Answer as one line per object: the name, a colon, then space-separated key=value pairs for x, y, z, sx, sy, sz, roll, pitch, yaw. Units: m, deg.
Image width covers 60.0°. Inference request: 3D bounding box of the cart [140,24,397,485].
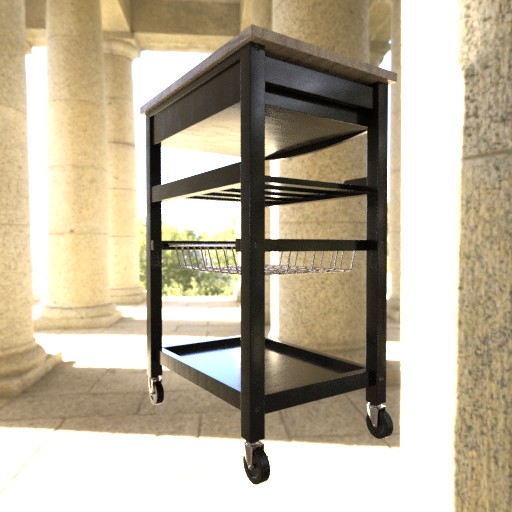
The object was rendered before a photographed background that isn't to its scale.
cart: x=0.000 y=0.000 z=1.141 sx=0.403 sy=0.839 sz=0.584 roll=-1 pitch=2 yaw=-34
